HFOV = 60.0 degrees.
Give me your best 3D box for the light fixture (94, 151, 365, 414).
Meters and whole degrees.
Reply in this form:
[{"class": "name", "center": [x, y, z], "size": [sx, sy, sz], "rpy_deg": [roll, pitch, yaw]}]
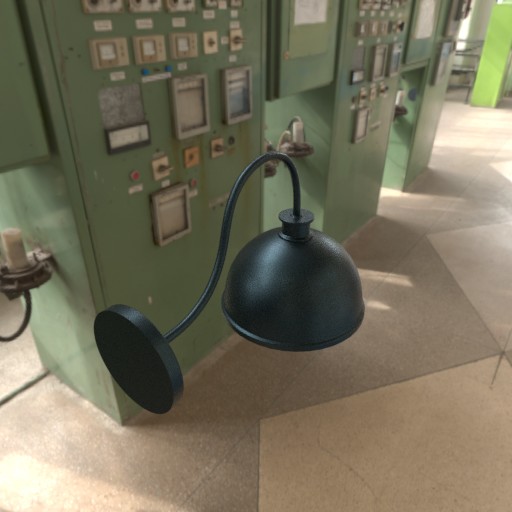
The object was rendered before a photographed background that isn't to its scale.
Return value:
[{"class": "light fixture", "center": [0.000, 0.000, 0.647], "size": [0.253, 0.295, 0.467], "rpy_deg": [21, 36, 32]}]
